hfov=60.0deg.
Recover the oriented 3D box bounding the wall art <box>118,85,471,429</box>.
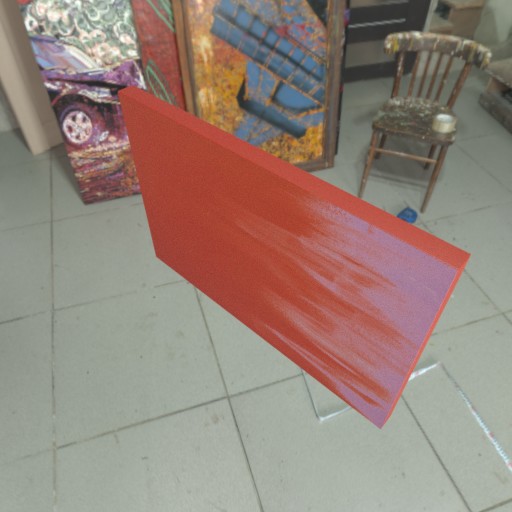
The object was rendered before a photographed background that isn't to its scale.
[{"bbox_3d":[0.000,0.000,0.762,0.607,0.405,0.033,33,54,28],"label":"wall art"}]
